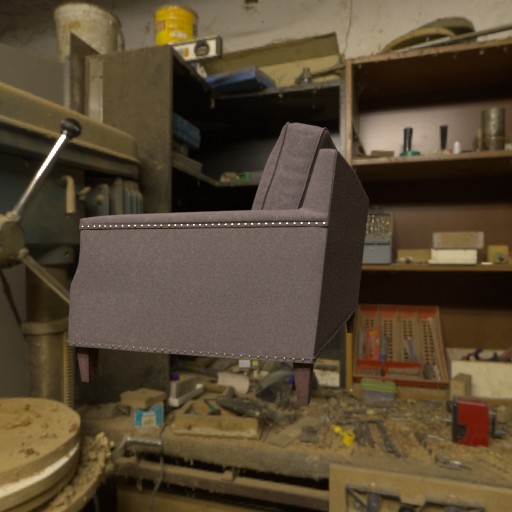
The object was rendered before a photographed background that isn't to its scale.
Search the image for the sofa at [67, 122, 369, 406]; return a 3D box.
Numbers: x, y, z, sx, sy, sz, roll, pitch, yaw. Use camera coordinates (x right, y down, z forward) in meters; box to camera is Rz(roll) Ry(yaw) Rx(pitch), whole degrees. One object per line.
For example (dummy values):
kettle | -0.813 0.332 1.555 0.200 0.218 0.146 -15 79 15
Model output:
sofa | 0.000 0.000 2.329 1.084 1.003 1.597 0 0 18
